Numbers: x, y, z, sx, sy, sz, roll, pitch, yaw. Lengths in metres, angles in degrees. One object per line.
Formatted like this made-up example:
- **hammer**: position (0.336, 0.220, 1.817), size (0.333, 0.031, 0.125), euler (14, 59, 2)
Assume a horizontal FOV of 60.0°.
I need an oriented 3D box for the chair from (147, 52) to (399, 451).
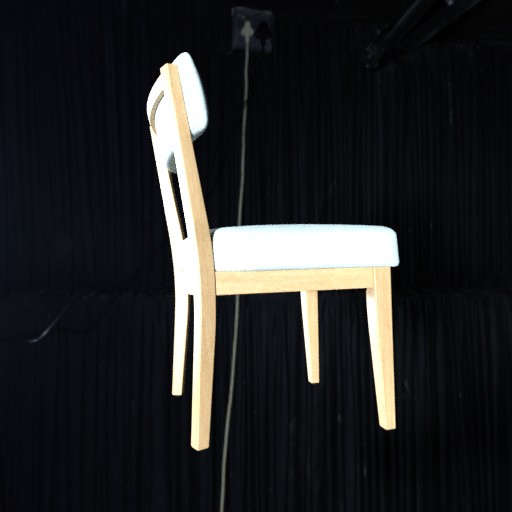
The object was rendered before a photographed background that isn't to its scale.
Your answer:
- **chair**: position (0.000, 0.000, 1.191), size (0.572, 0.832, 0.508), euler (0, -1, -16)
